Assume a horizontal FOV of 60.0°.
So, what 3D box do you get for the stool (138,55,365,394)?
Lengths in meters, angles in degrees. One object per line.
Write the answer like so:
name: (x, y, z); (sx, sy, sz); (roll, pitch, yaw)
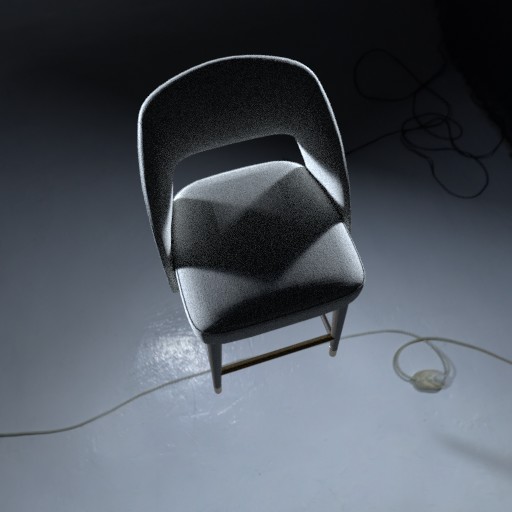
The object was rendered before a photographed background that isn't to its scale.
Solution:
stool: (0.000, 0.000, 1.256); (0.494, 0.940, 0.509); (-16, 65, -8)
